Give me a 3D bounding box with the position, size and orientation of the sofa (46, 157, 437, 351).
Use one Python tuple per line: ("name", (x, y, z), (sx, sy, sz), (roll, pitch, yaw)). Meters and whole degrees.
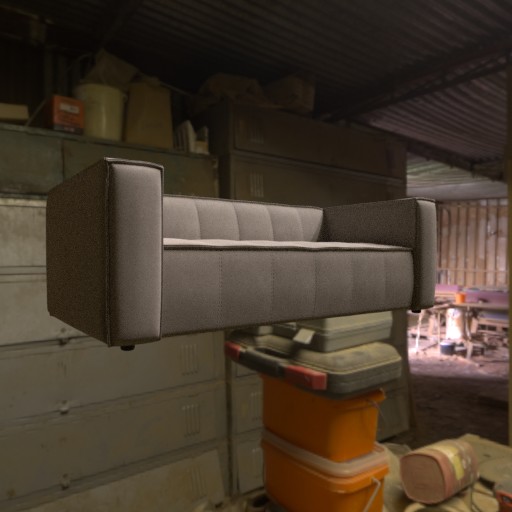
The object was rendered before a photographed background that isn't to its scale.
("sofa", (0.000, 0.000, 2.453), (1.995, 0.680, 1.038), (0, 0, -36))
